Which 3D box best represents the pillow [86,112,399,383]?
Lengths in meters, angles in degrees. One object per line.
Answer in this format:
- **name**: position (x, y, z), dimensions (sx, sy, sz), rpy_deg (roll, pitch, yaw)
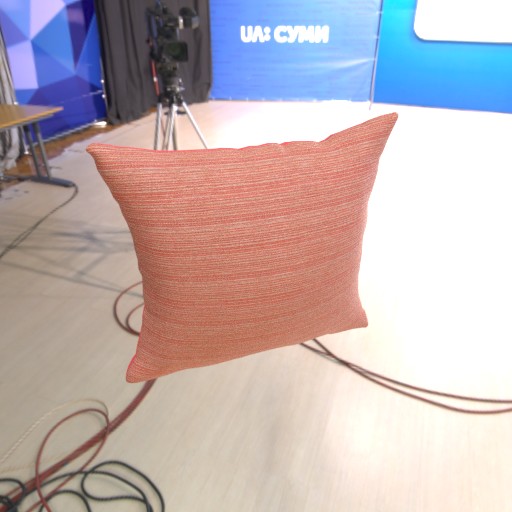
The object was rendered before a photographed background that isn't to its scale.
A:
- **pillow**: position (0.000, 0.000, 0.852), dimensions (0.559, 0.501, 0.229), rpy_deg (-10, 33, -16)
